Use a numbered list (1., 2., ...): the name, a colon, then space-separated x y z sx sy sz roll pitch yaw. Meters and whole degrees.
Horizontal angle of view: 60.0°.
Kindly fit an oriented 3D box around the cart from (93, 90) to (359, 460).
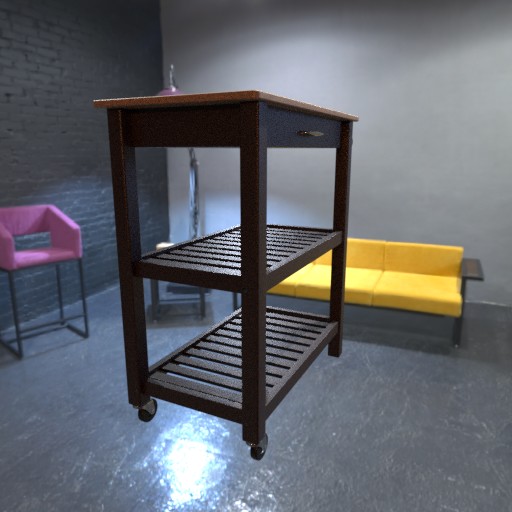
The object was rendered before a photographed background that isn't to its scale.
1. cart: 0.000 0.000 1.488 0.457 0.927 0.899 7 15 26
